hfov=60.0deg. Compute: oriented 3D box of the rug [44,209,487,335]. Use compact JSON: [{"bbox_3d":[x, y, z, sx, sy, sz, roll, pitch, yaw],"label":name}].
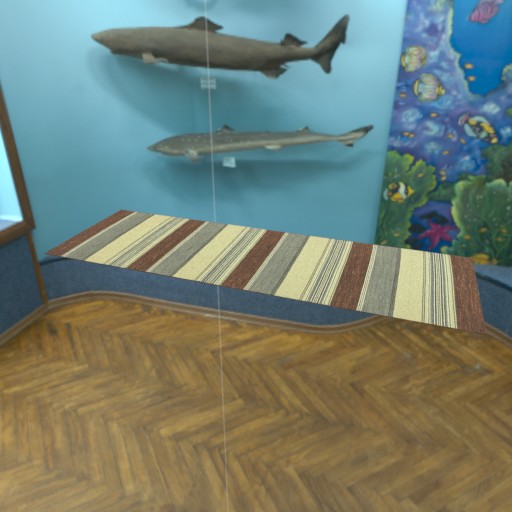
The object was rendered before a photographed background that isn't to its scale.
[{"bbox_3d":[0.000,0.000,2.654,2.437,0.006,0.792,9,28,17],"label":"rug"}]
